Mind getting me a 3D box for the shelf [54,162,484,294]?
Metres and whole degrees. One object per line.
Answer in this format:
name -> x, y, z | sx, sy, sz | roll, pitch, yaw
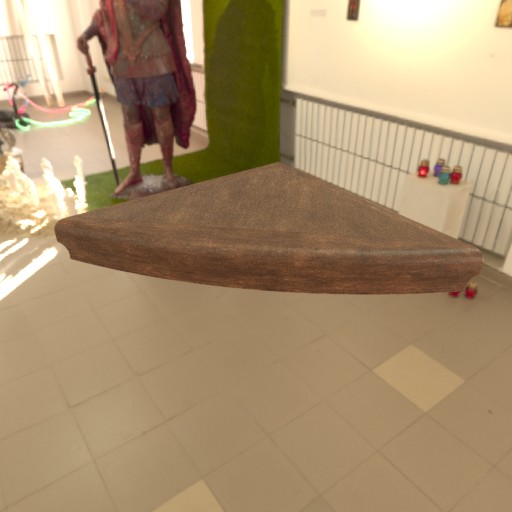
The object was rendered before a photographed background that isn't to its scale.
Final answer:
shelf -> 0.000, 0.000, 0.455 | 0.310, 0.050, 0.310 | -21, 37, -31
